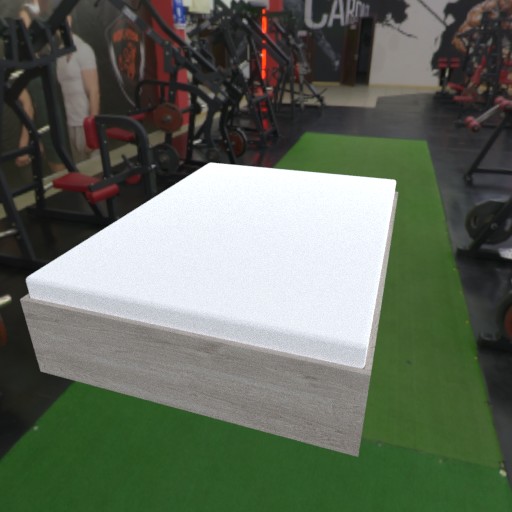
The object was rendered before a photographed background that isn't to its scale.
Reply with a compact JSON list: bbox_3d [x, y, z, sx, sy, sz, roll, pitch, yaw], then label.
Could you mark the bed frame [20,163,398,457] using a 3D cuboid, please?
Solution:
[{"bbox_3d":[0.000,0.000,2.552,1.448,0.490,1.944,9,28,16],"label":"bed frame"}]
